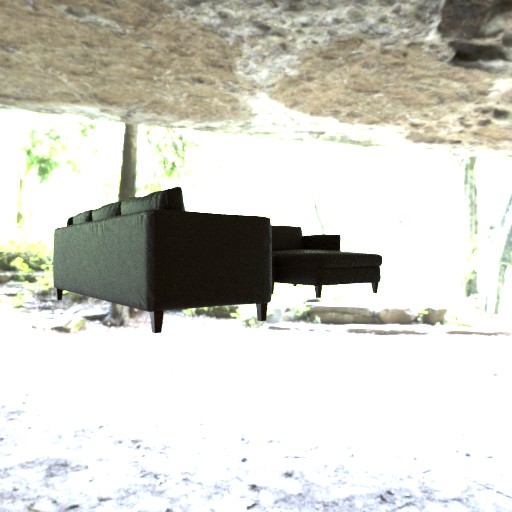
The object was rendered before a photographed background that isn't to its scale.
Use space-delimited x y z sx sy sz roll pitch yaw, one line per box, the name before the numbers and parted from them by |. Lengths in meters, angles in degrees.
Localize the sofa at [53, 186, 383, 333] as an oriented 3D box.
sofa | 0.000 0.000 4.661 3.460 0.923 2.593 0 0 -37
